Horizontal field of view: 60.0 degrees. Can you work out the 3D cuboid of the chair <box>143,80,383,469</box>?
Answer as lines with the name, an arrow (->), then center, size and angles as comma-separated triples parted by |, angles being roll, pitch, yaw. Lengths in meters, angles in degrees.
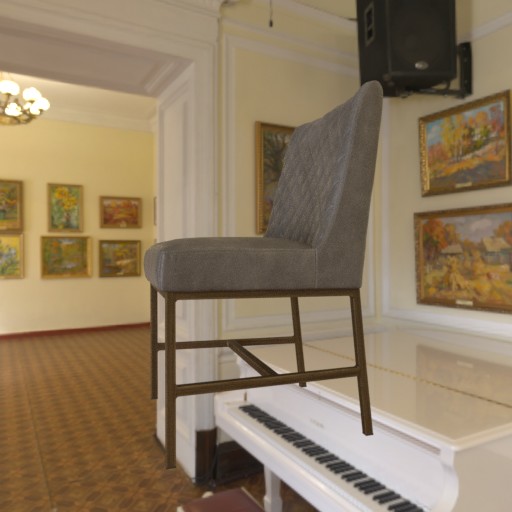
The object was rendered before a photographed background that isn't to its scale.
chair -> 0.000, 0.000, 1.234 | 0.587, 0.889, 0.508 | 0, 1, -17
